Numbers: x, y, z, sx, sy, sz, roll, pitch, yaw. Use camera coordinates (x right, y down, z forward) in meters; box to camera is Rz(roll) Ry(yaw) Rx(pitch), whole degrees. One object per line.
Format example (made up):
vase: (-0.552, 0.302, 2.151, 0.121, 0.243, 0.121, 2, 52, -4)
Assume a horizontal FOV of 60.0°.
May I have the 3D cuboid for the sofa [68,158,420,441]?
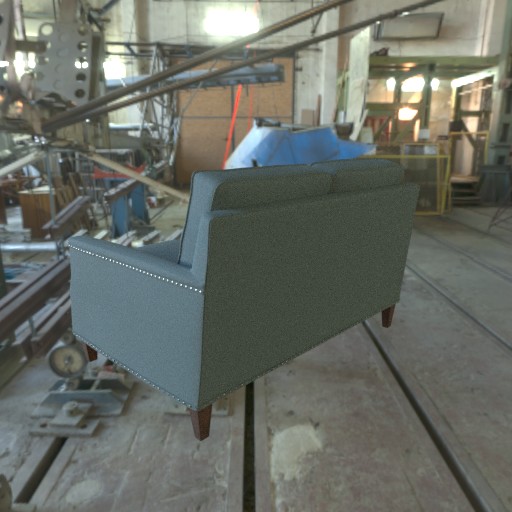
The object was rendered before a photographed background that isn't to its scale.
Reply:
sofa: (0.000, 0.000, 2.339, 1.084, 1.003, 1.597, 14, 20, 42)
